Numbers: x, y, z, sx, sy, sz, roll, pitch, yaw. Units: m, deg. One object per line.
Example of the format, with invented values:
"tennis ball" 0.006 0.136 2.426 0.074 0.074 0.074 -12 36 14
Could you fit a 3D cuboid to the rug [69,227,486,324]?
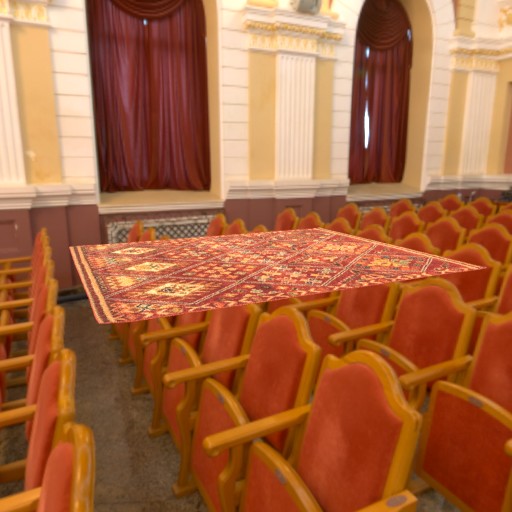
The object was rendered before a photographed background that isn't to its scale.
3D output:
"rug" 0.000 0.000 4.129 3.086 0.030 2.489 -6 13 -25
